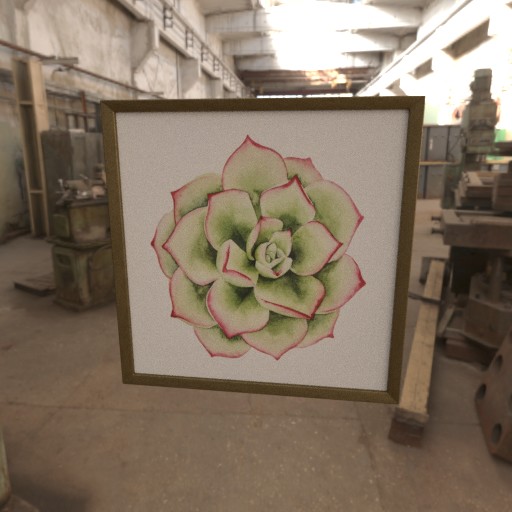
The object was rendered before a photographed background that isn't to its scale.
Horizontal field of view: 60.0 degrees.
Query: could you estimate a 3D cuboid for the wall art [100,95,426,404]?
[{"bbox_3d":[0.000,0.000,0.754,0.503,0.506,0.031,2,14,8],"label":"wall art"}]
